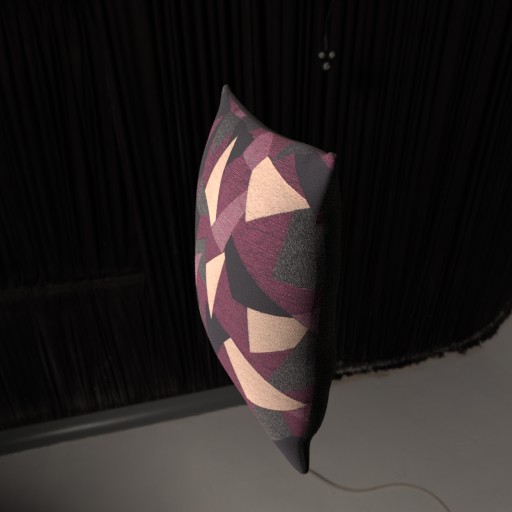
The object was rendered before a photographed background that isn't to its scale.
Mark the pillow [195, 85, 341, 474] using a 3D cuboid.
[{"bbox_3d":[0.000,0.000,0.759,0.208,0.496,0.503,-8,29,-14],"label":"pillow"}]
